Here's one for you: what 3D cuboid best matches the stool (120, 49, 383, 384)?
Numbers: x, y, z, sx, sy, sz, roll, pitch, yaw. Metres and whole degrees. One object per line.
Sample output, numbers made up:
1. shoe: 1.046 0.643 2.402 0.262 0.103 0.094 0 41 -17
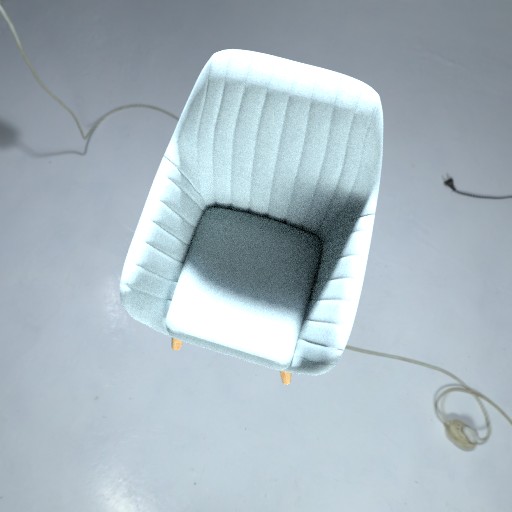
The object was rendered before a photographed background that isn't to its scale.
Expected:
1. stool: 0.000 0.000 1.182 0.503 0.830 0.590 16 76 4
